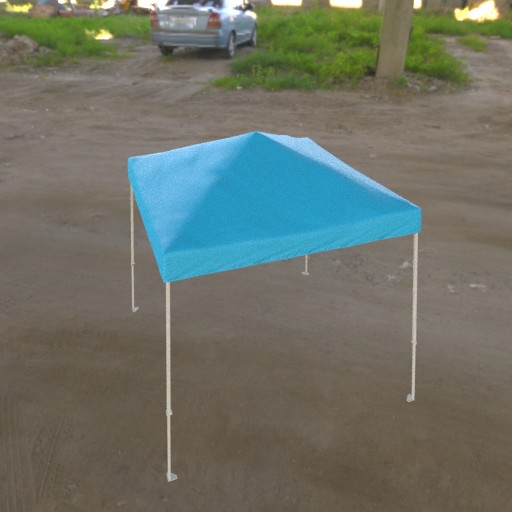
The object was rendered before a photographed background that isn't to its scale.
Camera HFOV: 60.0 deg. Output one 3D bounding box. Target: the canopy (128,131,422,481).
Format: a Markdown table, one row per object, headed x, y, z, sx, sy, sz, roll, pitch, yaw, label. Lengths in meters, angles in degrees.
| x | y | z | sx | sy | sz | roll | pitch | yaw | label |
| --- | --- | --- | --- | --- | --- | --- | --- | --- | --- |
| 0.000 | 0.000 | 6.416 | 3.599 | 3.600 | 3.600 | -11 | 33 | -17 | canopy |
